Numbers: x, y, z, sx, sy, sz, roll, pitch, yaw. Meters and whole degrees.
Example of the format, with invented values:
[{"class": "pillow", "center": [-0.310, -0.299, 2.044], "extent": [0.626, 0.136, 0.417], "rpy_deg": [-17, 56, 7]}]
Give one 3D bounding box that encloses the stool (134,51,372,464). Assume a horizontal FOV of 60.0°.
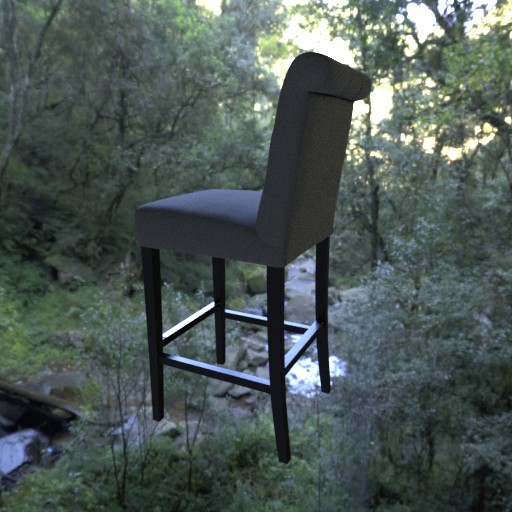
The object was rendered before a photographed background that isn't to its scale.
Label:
[{"class": "stool", "center": [0.000, 0.000, 1.452], "extent": [0.601, 1.140, 0.493], "rpy_deg": [8, 17, 25]}]
